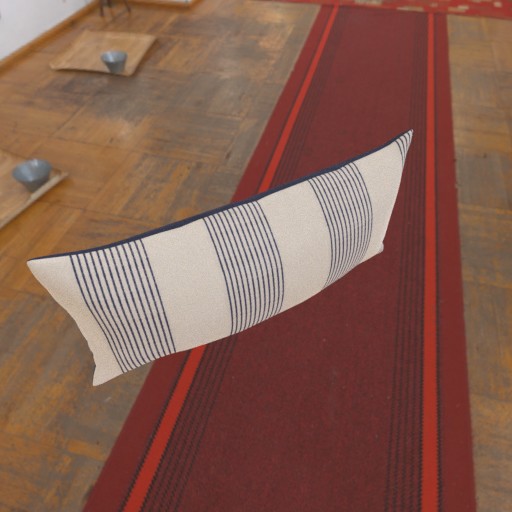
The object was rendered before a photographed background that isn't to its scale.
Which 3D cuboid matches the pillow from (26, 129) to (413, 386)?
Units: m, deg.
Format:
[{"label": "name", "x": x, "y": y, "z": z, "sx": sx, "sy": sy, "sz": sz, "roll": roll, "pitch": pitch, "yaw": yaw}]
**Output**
[{"label": "pillow", "x": 0.000, "y": 0.000, "z": 0.719, "sx": 0.610, "sy": 0.287, "sz": 0.151, "roll": -23, "pitch": 50, "yaw": -20}]
